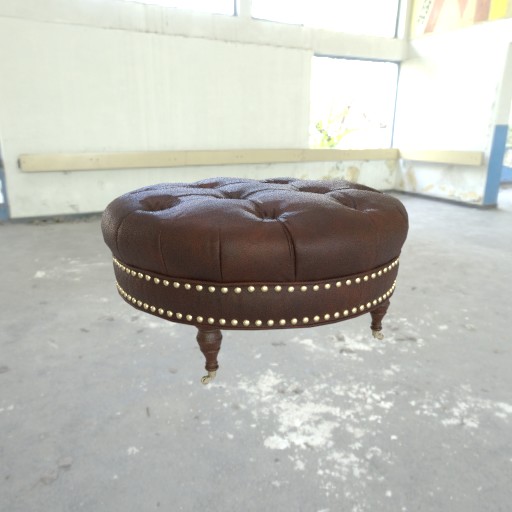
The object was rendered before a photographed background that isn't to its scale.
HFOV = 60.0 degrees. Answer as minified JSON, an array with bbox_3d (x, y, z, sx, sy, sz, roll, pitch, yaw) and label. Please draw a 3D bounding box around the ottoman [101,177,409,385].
[{"bbox_3d":[0.000,0.000,1.390,0.901,0.455,0.901,0,16,0],"label":"ottoman"}]
